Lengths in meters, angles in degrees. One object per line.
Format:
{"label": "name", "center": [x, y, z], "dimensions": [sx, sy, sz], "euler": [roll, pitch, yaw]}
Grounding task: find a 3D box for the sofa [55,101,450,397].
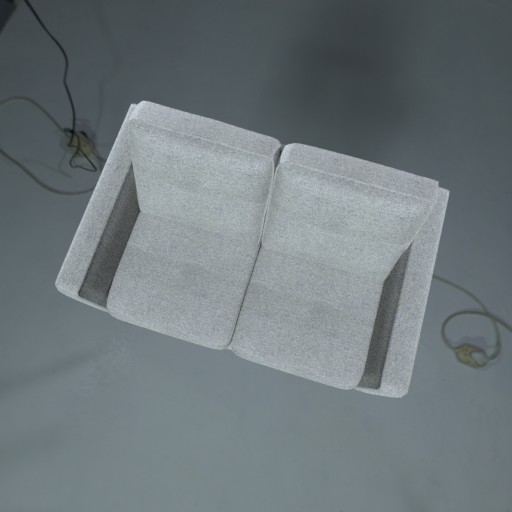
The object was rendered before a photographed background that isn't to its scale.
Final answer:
{"label": "sofa", "center": [0.000, 0.000, 2.169], "dimensions": [1.527, 0.973, 0.969], "euler": [16, 76, 4]}
